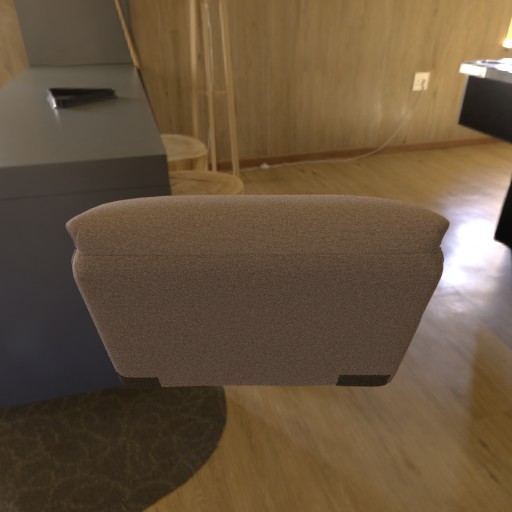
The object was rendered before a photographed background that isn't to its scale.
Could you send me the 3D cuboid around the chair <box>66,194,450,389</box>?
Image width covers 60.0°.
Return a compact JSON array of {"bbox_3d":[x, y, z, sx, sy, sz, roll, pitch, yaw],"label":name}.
[{"bbox_3d":[0.000,0.000,1.330,0.820,0.580,0.780,0,30,-1],"label":"chair"}]
